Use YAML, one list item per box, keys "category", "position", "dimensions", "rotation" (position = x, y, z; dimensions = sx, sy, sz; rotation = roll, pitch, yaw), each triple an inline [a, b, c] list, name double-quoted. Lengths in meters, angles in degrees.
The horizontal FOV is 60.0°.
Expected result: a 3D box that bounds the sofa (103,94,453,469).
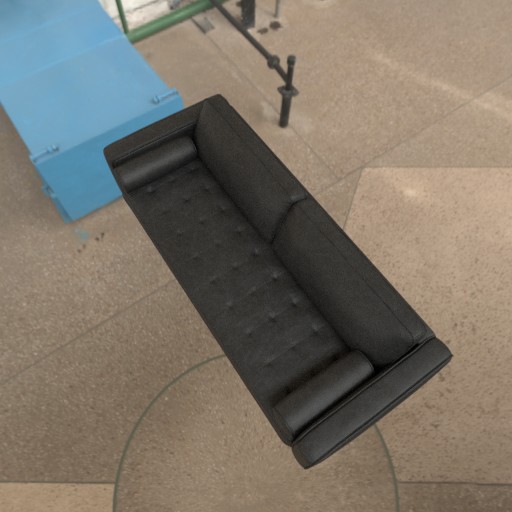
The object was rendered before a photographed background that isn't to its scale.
- category: "sofa"
  position: [0.000, 0.000, 2.627]
  dimensions: [0.914, 0.762, 2.210]
  rotation: [-31, 66, -15]
